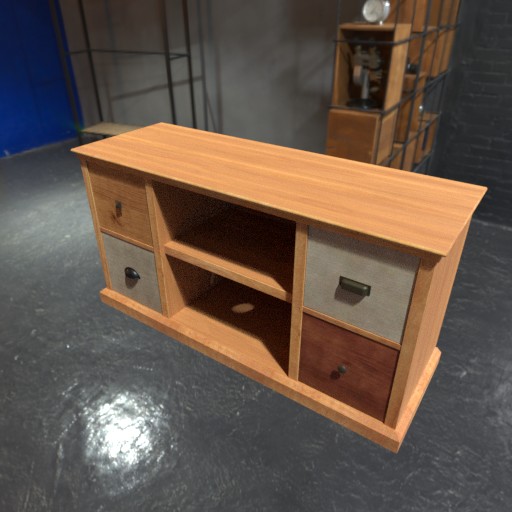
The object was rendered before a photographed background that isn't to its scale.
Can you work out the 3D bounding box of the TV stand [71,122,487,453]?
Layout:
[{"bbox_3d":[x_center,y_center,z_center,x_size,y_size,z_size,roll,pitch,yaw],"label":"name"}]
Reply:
[{"bbox_3d":[0.000,0.000,1.444,1.181,0.607,0.417,19,36,29],"label":"TV stand"}]
